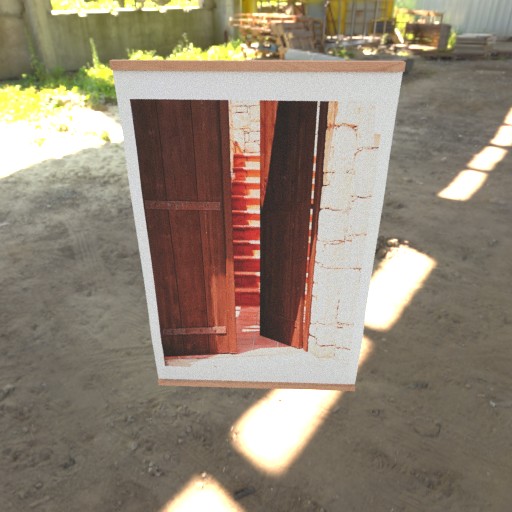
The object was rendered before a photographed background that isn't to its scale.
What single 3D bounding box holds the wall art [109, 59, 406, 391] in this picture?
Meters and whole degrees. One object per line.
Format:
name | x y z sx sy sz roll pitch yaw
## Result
wall art | 0.000 0.000 0.627 0.332 0.508 0.012 1 30 2
